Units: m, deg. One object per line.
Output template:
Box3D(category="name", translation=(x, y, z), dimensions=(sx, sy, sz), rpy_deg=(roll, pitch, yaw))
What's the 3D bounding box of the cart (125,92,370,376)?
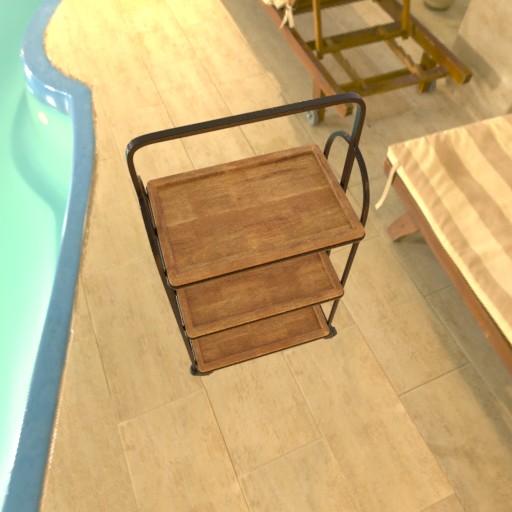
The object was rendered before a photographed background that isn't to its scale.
Box3D(category="cart", translation=(0.000, 0.000, 1.268), dimensions=(0.553, 1.001, 0.327), rpy_deg=(-15, 59, -9))
